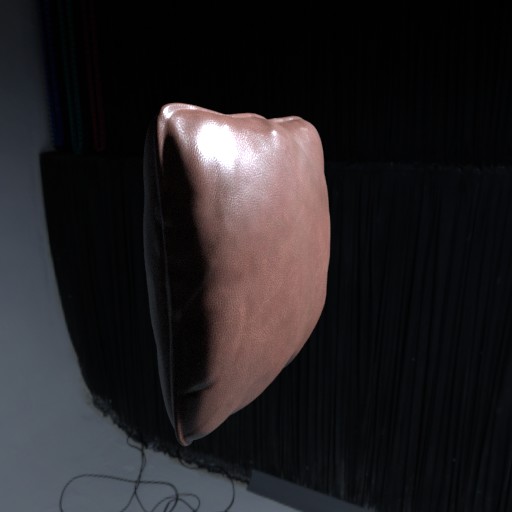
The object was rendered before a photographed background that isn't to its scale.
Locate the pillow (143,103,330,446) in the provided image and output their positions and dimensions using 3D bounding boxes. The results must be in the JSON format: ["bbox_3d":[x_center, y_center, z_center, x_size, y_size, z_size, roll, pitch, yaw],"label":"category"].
[{"bbox_3d":[0.000,0.000,0.843,0.236,0.523,0.532,8,17,27],"label":"pillow"}]
